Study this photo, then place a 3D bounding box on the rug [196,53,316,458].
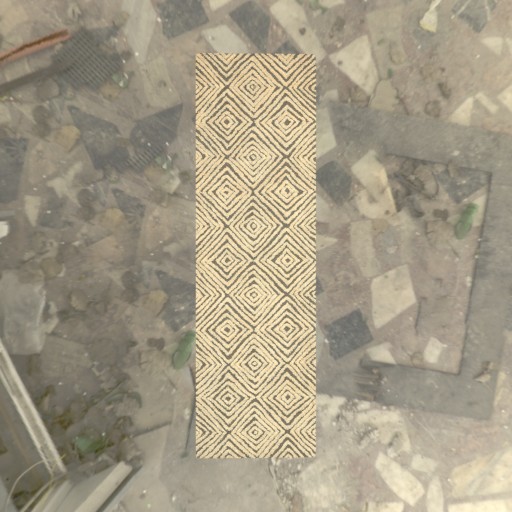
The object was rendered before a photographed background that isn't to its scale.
[{"bbox_3d":[0.000,0.000,2.500,0.676,0.008,2.277,0,90,-1],"label":"rug"}]
